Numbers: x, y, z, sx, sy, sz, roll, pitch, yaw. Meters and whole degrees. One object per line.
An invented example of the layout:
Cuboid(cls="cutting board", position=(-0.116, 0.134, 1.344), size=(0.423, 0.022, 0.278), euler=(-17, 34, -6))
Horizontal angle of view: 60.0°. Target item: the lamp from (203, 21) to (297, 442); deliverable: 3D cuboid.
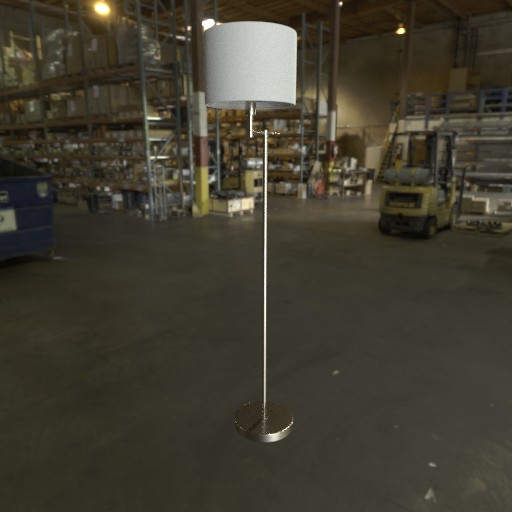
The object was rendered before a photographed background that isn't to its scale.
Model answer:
Cuboid(cls="lamp", position=(0.000, 0.000, 1.763), size=(0.324, 1.600, 0.416), euler=(7, 15, 26))
